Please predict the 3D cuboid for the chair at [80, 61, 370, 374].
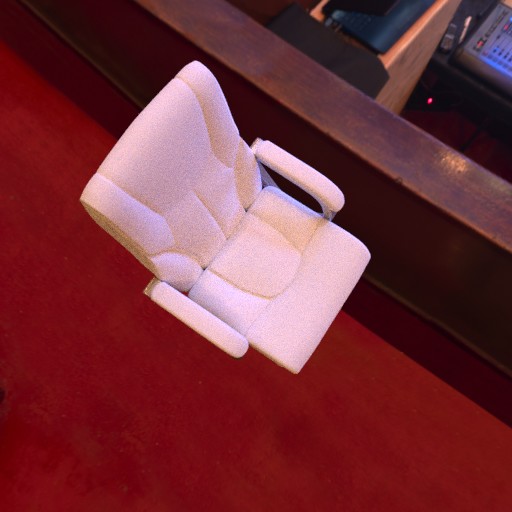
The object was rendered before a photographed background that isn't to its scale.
[{"bbox_3d":[0.000,0.000,1.569,0.738,1.120,0.687,33,78,8],"label":"chair"}]
